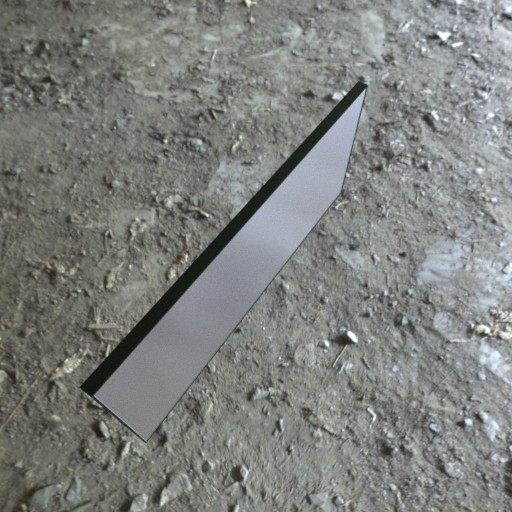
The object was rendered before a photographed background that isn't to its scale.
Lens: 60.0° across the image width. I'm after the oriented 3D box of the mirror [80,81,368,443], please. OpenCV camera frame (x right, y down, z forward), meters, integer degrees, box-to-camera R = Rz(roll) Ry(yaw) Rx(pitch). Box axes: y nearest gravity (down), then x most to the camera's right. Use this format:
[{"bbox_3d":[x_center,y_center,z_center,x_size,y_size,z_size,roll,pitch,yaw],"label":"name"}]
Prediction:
[{"bbox_3d":[0.000,0.000,1.818,0.047,0.692,1.584,31,63,18],"label":"mirror"}]
